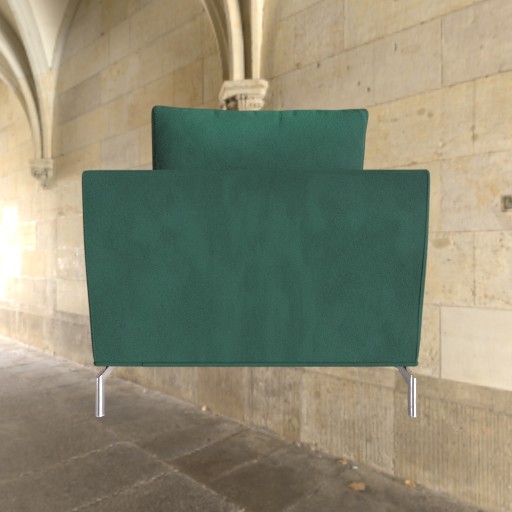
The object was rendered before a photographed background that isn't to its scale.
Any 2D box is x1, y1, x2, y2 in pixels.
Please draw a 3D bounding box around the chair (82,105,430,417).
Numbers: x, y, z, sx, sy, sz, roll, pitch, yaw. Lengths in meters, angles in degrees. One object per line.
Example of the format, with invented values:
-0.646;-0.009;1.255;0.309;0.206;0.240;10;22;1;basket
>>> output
0.000;0.000;1.726;1.047;0.997;0.852;0;-1;0;chair
